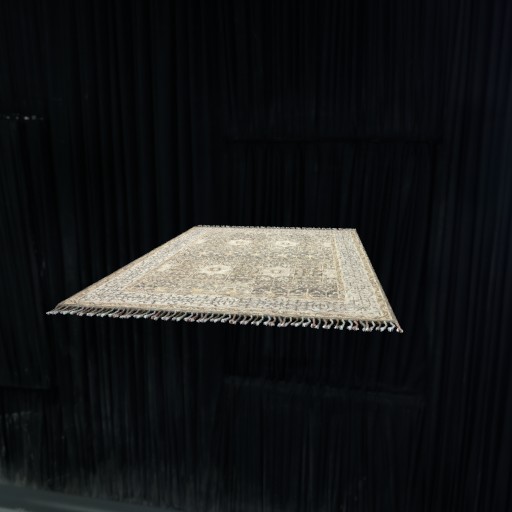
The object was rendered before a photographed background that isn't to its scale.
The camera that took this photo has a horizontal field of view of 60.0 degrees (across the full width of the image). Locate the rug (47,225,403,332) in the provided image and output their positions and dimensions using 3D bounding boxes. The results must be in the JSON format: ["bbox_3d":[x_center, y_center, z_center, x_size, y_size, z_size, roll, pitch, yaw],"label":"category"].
[{"bbox_3d":[0.000,0.000,2.470,1.237,0.010,2.029,2,13,8],"label":"rug"}]
